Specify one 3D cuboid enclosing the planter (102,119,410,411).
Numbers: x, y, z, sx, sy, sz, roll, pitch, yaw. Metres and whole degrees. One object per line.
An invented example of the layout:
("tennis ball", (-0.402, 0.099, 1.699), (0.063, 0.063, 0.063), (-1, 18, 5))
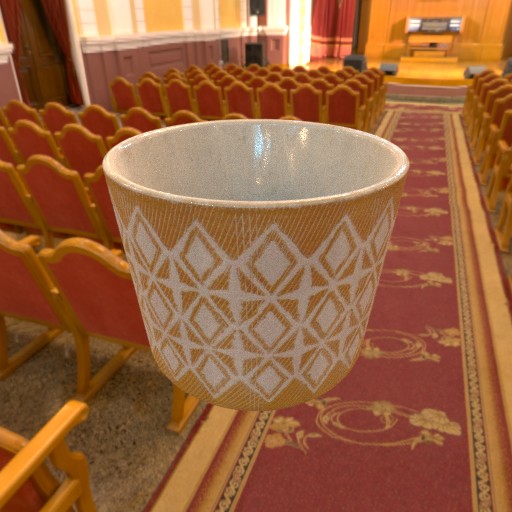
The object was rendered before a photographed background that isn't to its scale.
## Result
("planter", (0.000, 0.000, 0.215), (0.126, 0.104, 0.126), (0, 29, 0))
